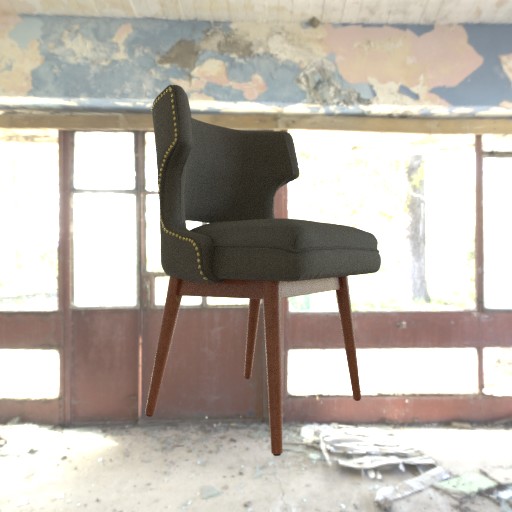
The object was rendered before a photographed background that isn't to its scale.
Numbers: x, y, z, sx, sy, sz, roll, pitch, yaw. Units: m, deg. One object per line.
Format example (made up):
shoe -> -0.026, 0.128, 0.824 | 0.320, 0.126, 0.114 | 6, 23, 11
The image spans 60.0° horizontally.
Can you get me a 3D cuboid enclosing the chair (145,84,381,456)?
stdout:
chair -> 0.000, 0.000, 1.264 | 0.581, 0.863, 0.595 | 0, 0, 35
